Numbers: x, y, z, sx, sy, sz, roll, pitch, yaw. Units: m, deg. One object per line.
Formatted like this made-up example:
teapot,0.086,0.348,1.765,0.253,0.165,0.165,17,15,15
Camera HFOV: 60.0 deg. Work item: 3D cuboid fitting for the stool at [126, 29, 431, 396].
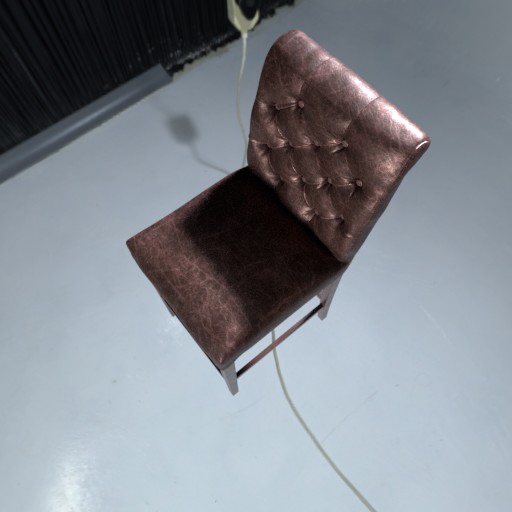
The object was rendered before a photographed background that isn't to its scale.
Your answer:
stool,0.000,0.000,1.477,0.659,1.168,0.483,-37,71,-15
